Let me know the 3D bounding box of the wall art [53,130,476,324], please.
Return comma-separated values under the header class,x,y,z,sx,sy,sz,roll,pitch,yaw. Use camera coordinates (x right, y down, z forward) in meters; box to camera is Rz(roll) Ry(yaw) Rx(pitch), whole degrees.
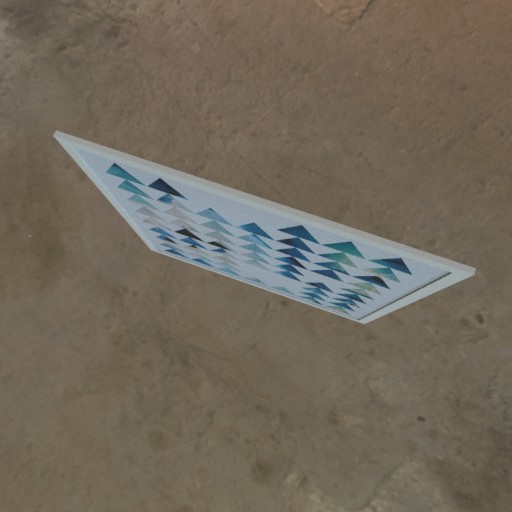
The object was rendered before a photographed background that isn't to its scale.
class,x,y,z,sx,sy,sz,roll,pitch,yaw
wall art,0.000,0.000,1.197,0.809,0.809,0.012,19,76,5
